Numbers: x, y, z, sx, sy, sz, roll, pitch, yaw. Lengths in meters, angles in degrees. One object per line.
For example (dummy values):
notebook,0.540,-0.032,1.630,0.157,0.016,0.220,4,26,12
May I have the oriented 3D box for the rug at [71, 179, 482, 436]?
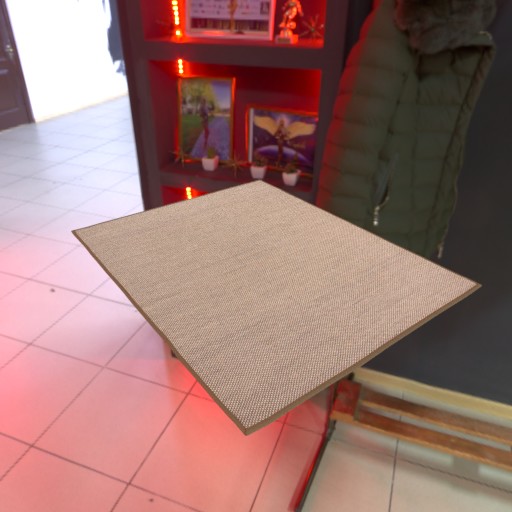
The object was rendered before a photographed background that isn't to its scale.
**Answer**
rug,0.000,0.000,4.061,2.413,0.020,3.041,-21,37,-31
